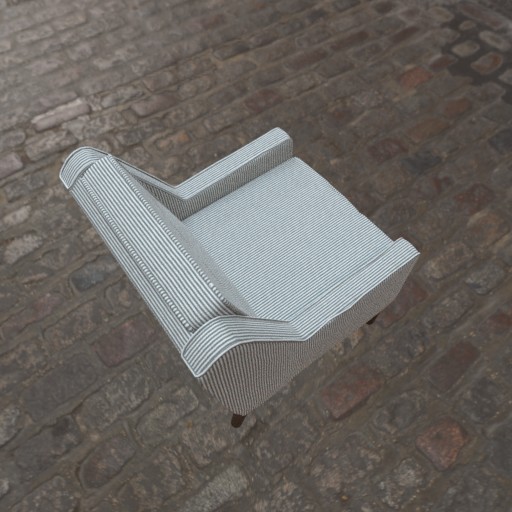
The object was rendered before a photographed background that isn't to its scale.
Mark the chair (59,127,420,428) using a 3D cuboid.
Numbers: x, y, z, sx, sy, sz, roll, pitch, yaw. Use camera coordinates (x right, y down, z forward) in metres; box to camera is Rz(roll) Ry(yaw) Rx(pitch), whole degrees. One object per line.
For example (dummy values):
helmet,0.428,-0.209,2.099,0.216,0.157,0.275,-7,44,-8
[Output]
chair,0.000,0.000,1.347,0.743,0.792,0.663,-32,63,-19
